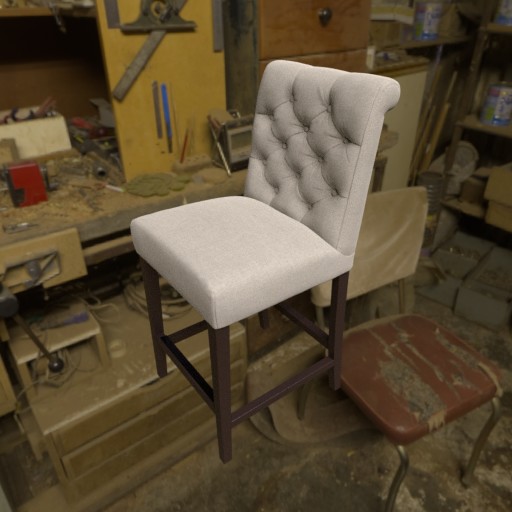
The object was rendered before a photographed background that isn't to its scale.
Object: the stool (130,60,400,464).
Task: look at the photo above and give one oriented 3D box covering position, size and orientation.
[{"bbox_3d":[0.000,0.000,1.366,0.601,1.040,0.493,-21,36,-31],"label":"stool"}]
